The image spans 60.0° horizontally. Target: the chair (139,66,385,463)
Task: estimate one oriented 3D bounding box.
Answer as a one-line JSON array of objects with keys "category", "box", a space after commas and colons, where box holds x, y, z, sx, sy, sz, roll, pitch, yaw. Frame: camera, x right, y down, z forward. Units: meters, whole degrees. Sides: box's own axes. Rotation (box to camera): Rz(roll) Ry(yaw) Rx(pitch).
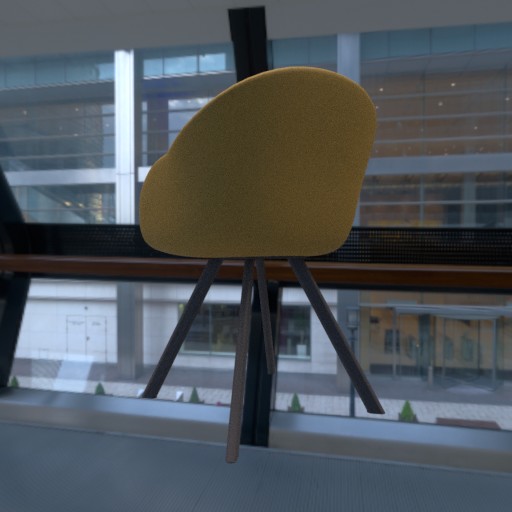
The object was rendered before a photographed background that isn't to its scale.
[{"category": "chair", "box": [0.000, 0.000, 1.183, 0.551, 0.793, 0.583, -1, 1, -35]}]
